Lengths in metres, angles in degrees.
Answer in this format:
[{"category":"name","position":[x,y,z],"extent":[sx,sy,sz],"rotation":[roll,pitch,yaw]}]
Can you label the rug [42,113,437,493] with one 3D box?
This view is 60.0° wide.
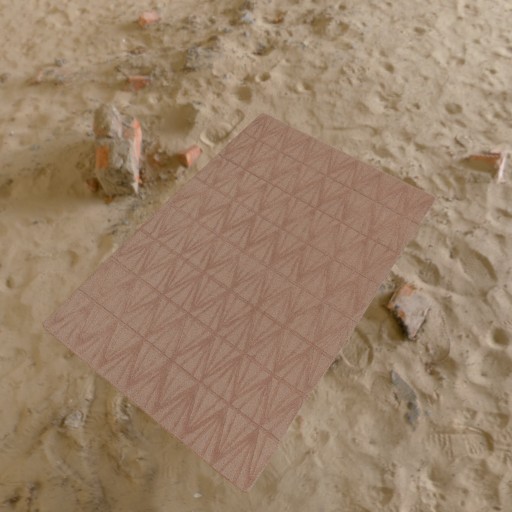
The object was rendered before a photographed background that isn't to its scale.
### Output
[{"category":"rug","position":[0.000,0.000,2.317],"extent":[1.230,0.025,1.837],"rotation":[32,64,18]}]
